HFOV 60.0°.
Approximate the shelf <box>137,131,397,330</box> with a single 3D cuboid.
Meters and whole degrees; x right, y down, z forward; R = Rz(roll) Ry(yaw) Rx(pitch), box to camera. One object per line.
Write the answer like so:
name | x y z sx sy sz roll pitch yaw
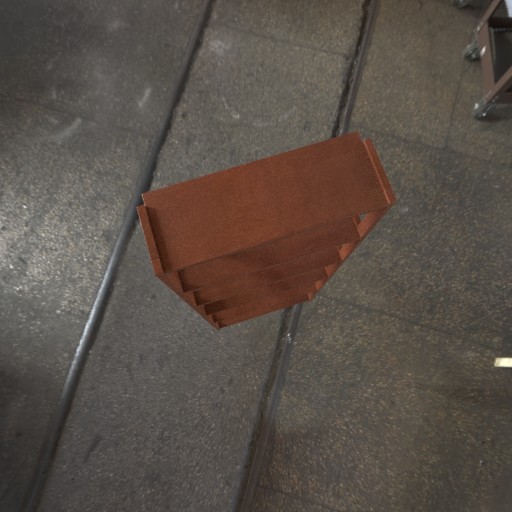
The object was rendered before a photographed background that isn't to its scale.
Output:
shelf | 0.000 0.000 2.100 0.660 1.892 0.382 -17 77 -4
